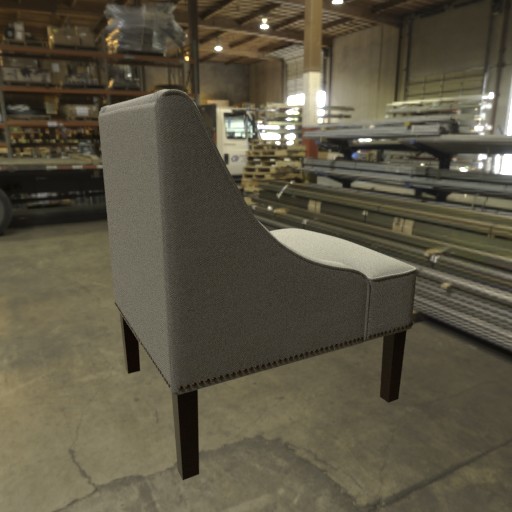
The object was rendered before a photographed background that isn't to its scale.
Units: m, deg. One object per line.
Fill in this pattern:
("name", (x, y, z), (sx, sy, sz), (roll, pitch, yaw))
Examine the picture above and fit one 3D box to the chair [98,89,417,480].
("chair", (0.000, 0.000, 1.341), (0.748, 0.872, 0.628), (-8, 17, -28))
